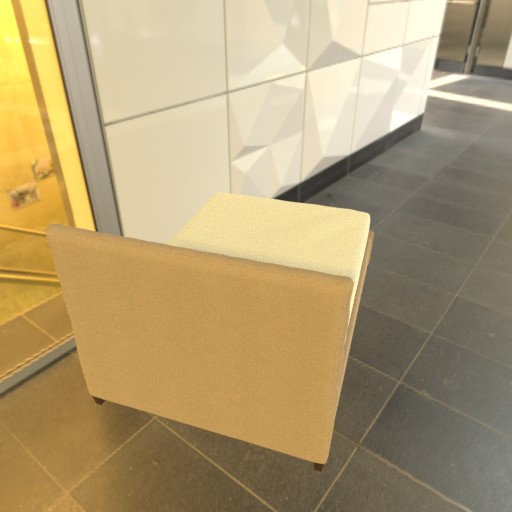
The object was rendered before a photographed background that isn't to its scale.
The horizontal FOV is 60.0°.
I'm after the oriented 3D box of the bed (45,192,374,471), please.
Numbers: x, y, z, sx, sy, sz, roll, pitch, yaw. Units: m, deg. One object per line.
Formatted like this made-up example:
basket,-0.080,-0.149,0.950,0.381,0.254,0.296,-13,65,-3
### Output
bed,0.000,0.000,3.507,1.698,1.427,2.387,10,34,16
